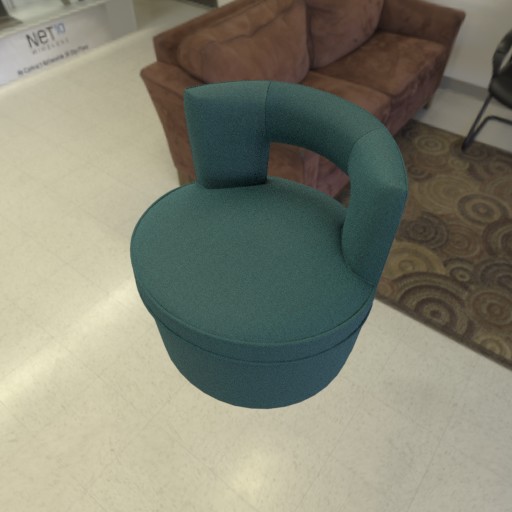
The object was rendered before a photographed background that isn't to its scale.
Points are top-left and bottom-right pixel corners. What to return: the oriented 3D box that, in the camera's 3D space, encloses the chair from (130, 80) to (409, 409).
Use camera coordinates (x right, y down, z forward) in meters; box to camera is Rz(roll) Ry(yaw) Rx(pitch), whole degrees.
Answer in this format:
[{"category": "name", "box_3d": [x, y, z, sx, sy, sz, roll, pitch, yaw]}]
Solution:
[{"category": "chair", "box_3d": [0.000, 0.000, 1.236, 0.684, 0.711, 0.660, 32, 56, 25]}]
